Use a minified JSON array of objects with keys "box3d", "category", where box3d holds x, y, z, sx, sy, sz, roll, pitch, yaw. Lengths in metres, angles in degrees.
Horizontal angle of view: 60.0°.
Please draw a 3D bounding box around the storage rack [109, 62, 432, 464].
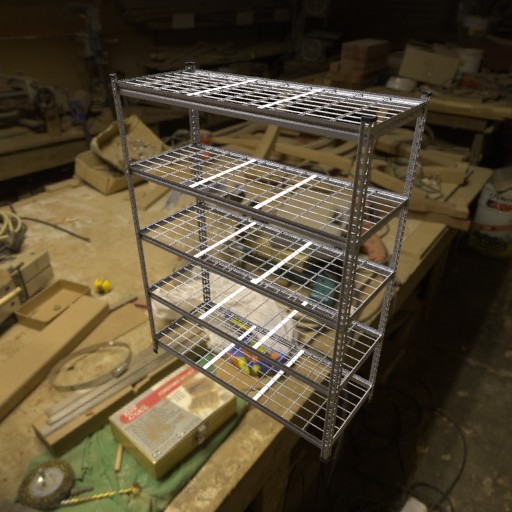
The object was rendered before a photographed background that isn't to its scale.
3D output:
[{"box3d":[0.000,0.000,2.678,1.524,1.981,0.610,22,37,32],"category":"storage rack"}]
